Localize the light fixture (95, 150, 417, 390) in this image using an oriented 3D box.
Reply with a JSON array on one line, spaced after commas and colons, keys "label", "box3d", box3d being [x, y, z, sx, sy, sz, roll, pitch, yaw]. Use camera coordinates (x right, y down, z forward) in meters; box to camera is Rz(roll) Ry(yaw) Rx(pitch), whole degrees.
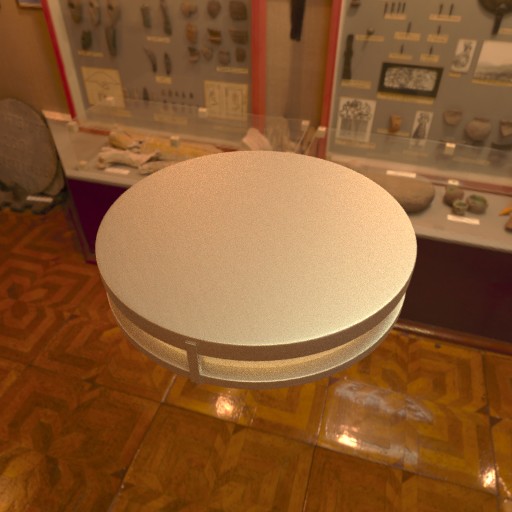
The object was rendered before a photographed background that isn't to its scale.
[{"label": "light fixture", "box3d": [0.000, 0.000, 0.537, 0.356, 0.102, 0.356, 0, 40, 0]}]
